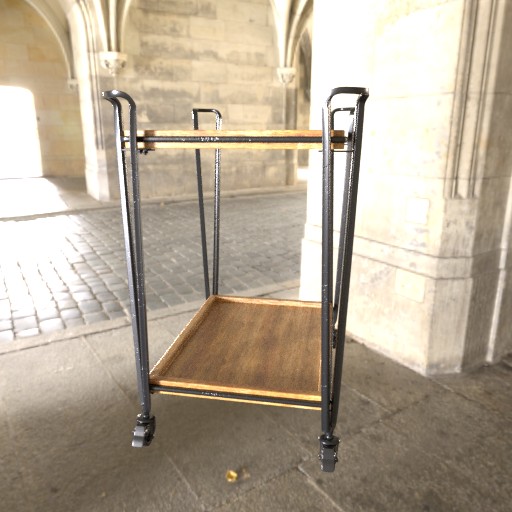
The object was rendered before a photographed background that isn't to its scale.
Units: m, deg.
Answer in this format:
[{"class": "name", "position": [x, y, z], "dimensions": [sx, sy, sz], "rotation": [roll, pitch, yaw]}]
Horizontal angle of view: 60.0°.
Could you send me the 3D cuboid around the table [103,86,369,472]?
[{"class": "table", "position": [0.000, 0.000, 1.186], "dimensions": [0.505, 0.785, 0.672], "rotation": [3, 16, 10]}]
